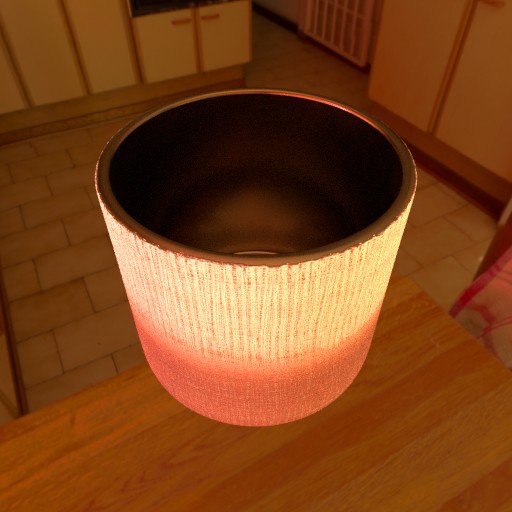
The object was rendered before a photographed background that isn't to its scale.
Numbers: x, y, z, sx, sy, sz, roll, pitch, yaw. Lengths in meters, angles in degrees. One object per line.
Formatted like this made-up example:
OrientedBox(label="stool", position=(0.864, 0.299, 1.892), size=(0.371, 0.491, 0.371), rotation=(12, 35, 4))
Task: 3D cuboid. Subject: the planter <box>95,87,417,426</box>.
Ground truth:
OrientedBox(label="planter", position=(0.000, 0.000, 0.377), size=(0.221, 0.201, 0.221), rotation=(0, 45, 0))
